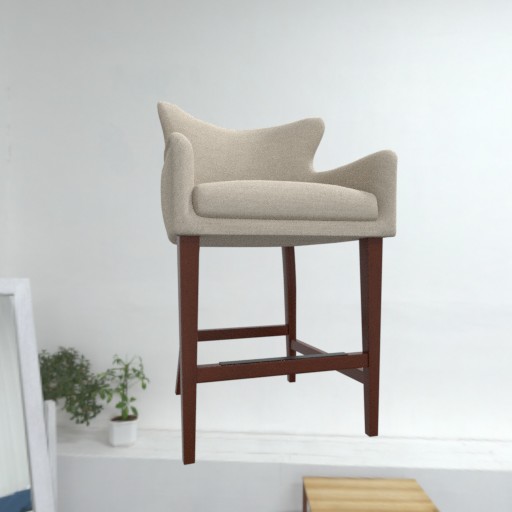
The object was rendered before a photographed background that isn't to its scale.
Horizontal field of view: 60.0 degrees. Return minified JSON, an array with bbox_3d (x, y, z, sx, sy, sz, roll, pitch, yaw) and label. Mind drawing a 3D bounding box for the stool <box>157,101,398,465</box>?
[{"bbox_3d":[0.000,0.000,1.399,0.615,0.987,0.637,0,1,-18],"label":"stool"}]
